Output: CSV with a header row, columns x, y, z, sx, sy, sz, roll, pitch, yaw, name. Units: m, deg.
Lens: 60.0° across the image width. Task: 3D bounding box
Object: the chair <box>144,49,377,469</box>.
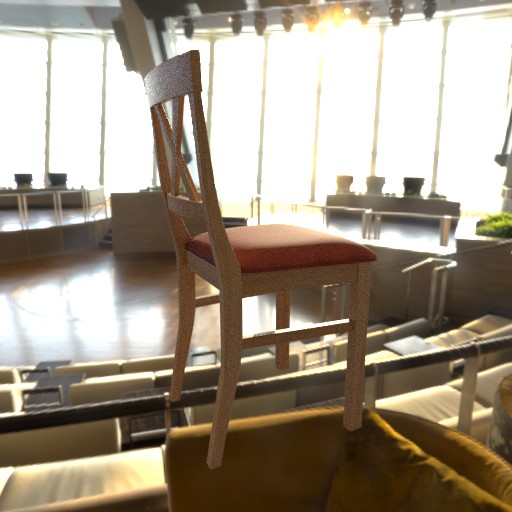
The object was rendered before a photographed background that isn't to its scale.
x,y,z,sx,sy,sz,roll,pitch,yaw,name
0.000,0.000,1.185,0.492,0.912,0.439,-6,14,-26,chair
